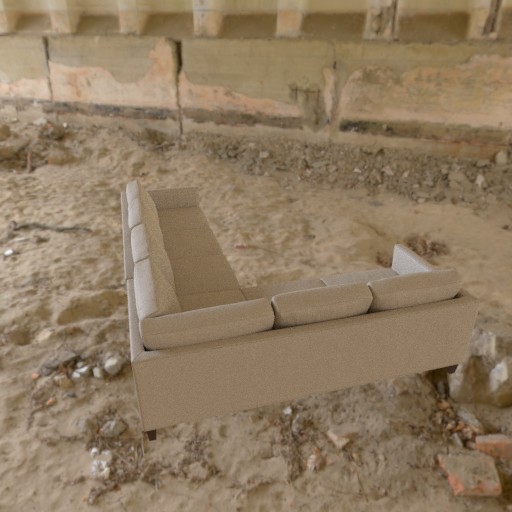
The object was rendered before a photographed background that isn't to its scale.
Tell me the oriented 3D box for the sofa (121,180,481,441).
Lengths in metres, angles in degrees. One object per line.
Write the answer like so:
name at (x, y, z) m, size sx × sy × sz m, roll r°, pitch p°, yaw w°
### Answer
sofa at (0.000, 0.000, 4.305) m, size 2.432 × 0.863 × 3.182 m, roll -7°, pitch 28°, yaw -14°
